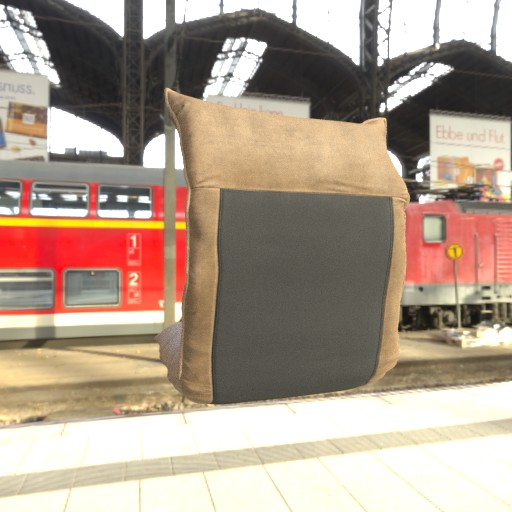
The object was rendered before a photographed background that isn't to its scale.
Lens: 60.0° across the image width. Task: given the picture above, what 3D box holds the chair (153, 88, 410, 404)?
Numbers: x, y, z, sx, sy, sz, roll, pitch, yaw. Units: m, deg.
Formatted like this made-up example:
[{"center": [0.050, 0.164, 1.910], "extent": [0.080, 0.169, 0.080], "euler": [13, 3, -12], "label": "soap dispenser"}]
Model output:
[{"center": [0.000, 0.000, 1.604], "extent": [0.714, 0.892, 0.985], "euler": [0, -1, -17], "label": "chair"}]
